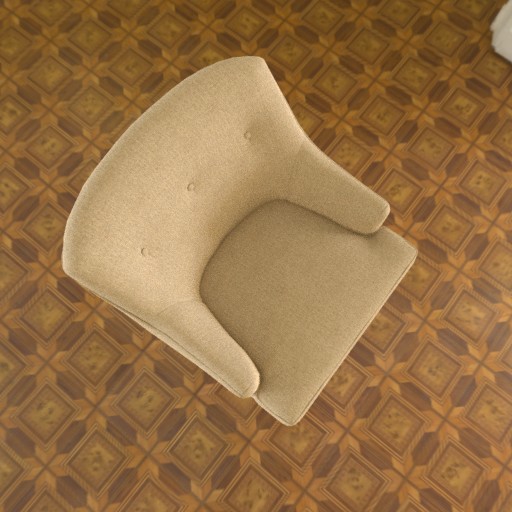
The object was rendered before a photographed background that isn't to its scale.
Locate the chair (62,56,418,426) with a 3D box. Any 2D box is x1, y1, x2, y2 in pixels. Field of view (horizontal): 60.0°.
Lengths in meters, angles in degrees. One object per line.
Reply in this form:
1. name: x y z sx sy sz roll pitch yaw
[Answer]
1. chair: 0.000 0.000 1.580 0.923 0.856 0.864 37 78 9
